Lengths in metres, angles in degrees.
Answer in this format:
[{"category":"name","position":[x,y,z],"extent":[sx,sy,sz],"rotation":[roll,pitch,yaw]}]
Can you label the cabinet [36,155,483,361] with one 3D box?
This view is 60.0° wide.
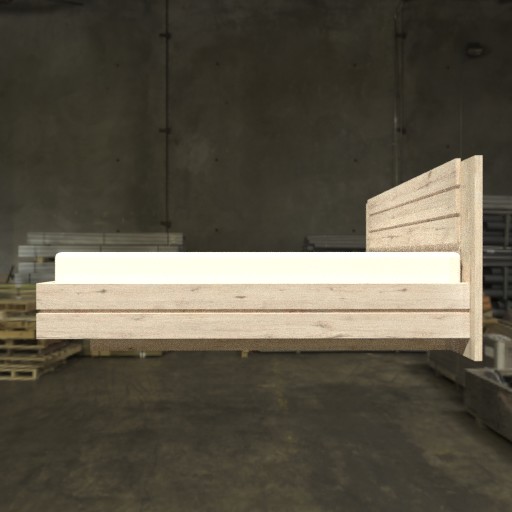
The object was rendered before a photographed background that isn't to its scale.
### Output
[{"category":"cabinet","position":[0.000,0.000,3.019],"extent":[2.080,0.970,1.950],"rotation":[0,0,-1]}]
